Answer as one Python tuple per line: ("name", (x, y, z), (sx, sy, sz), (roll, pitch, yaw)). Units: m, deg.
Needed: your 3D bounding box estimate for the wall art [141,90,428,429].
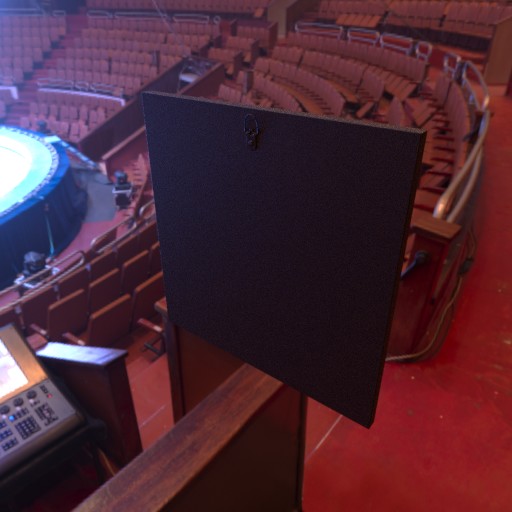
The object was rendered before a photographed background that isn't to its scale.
("wall art", (0.000, 0.000, 1.248), (0.805, 0.807, 0.043), (20, 35, 32))
